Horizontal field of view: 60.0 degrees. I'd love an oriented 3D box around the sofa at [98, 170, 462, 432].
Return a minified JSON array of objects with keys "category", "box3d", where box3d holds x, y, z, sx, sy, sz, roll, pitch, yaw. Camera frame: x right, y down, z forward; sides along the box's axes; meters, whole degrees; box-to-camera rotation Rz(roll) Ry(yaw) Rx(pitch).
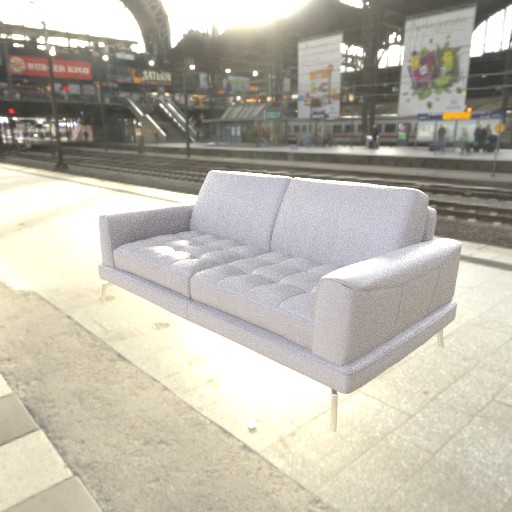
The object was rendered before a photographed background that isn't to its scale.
[{"category":"sofa","box3d":[0.000,0.000,2.771,1.121,0.930,2.177,-15,21,-43]}]
